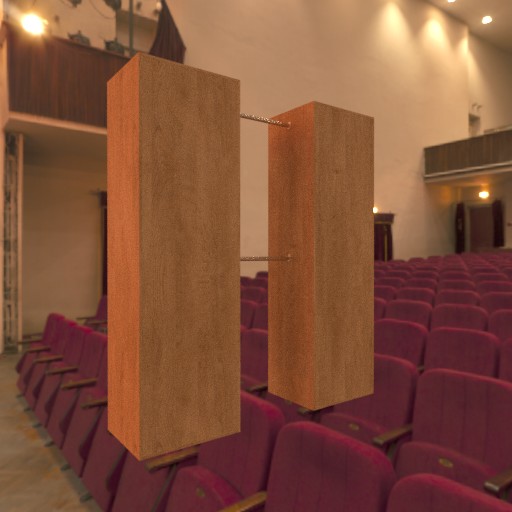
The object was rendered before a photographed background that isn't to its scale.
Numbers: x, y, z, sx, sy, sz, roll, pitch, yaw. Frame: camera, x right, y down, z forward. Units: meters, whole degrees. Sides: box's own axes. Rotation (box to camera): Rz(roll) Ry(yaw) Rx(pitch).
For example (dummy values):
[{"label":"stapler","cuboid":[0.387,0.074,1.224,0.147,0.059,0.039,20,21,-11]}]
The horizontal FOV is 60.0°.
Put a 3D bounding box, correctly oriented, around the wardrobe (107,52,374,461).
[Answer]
[{"label":"wardrobe","cuboid":[0.000,0.000,2.884,1.770,2.000,0.480,0,0,-36]}]
